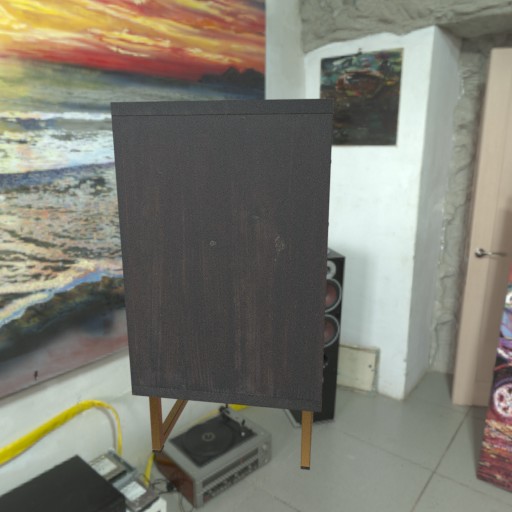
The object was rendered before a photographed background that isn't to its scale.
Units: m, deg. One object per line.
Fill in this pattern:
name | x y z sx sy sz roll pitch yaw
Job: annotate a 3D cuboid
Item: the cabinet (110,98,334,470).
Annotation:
cabinet | 0.000 0.000 1.429 0.451 0.860 0.950 2 14 9
